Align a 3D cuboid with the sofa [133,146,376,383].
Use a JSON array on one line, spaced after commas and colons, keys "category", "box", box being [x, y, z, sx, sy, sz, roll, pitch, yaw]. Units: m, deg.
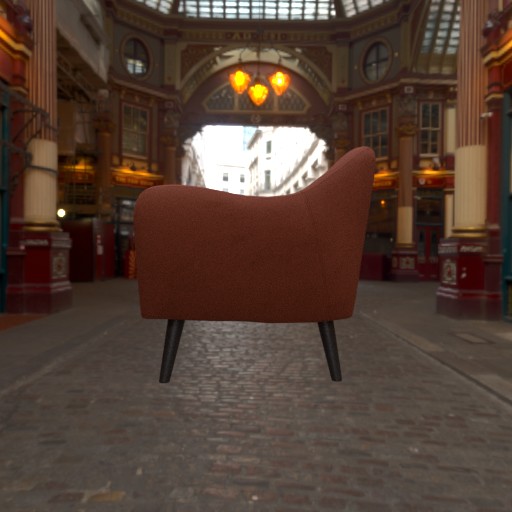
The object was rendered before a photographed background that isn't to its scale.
[{"category": "sofa", "box": [0.000, 0.000, 2.273, 0.820, 0.836, 1.840, 0, 1, -1]}]
